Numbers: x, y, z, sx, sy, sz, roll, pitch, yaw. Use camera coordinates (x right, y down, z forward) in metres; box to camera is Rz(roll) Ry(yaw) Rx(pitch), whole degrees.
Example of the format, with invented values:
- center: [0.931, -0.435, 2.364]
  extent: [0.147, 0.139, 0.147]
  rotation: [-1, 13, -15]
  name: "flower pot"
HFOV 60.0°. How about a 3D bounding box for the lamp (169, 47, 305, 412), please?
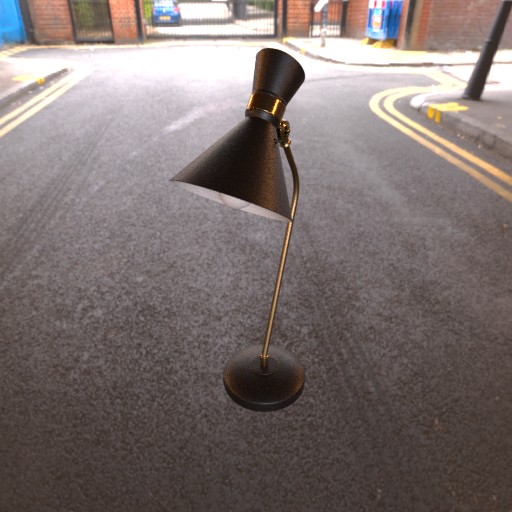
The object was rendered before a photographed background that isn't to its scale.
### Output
- center: [0.000, 0.000, 0.767]
  extent: [0.189, 0.647, 0.292]
  rotation: [18, 34, 28]
  name: "lamp"
